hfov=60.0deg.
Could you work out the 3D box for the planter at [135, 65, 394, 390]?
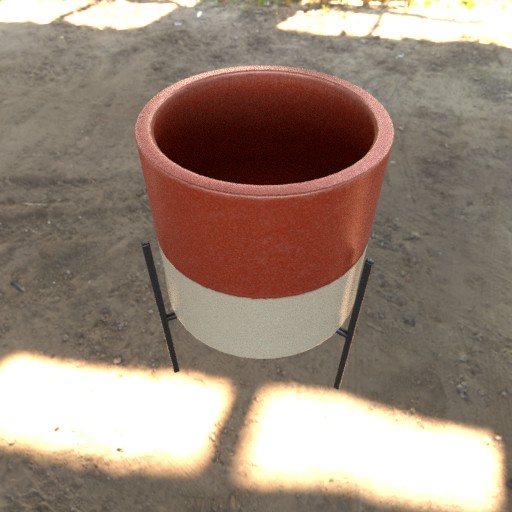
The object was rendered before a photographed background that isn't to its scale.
[{"bbox_3d":[0.000,0.000,0.527,0.251,0.354,0.235,-17,48,-16],"label":"planter"}]
